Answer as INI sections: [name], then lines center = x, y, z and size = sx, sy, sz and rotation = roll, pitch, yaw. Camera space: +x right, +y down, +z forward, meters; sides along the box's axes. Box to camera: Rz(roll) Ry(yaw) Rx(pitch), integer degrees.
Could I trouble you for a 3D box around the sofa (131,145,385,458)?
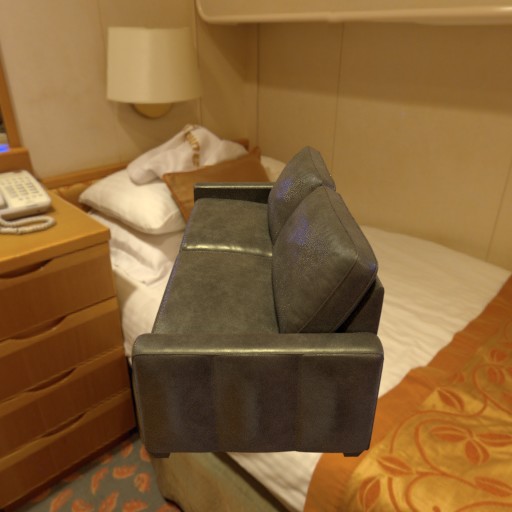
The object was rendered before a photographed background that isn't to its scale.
[sofa]
center = 0.000, 0.000, 2.565
size = 0.939, 0.916, 2.081
rotation = 0, 27, 0
